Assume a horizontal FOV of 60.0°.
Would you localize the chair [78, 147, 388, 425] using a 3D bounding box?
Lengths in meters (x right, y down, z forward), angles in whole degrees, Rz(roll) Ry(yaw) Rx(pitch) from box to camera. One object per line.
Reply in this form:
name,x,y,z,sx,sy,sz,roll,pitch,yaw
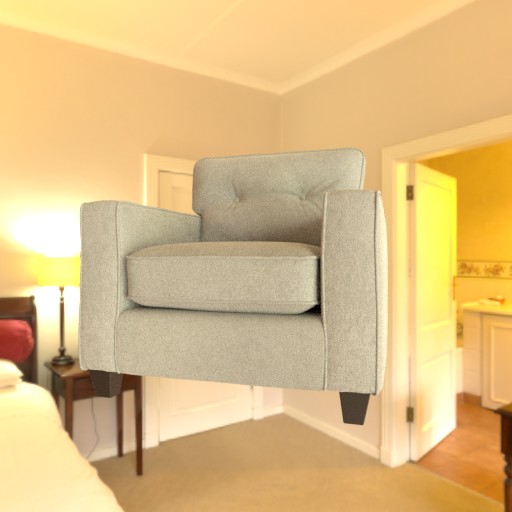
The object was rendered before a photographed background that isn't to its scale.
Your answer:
chair,0.000,0.000,1.784,1.015,0.965,0.939,0,0,17
